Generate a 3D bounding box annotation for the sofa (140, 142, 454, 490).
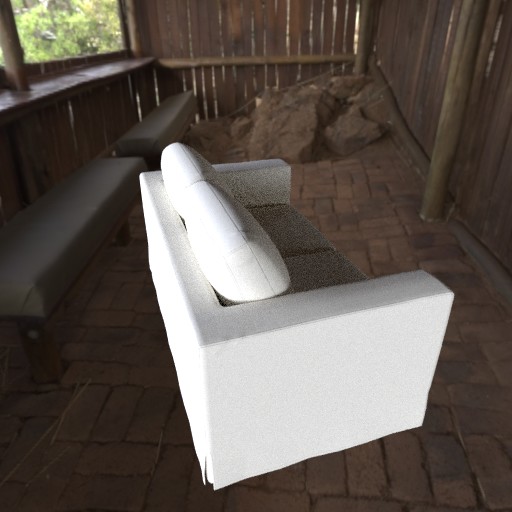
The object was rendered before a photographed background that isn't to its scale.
[{"bbox_3d":[0.000,0.000,2.357,1.009,0.932,1.813,-9,30,-16],"label":"sofa"}]
